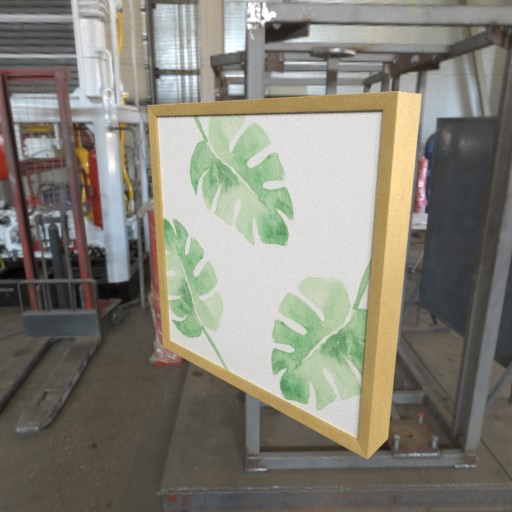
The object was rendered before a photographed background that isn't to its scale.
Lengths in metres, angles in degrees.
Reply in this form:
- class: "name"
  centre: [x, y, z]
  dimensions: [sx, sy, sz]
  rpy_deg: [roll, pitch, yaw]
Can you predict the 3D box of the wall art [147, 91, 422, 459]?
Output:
- class: "wall art"
  centre: [0.000, 0.000, 0.460]
  dimensions: [0.305, 0.305, 0.038]
  rpy_deg: [15, 22, 41]
